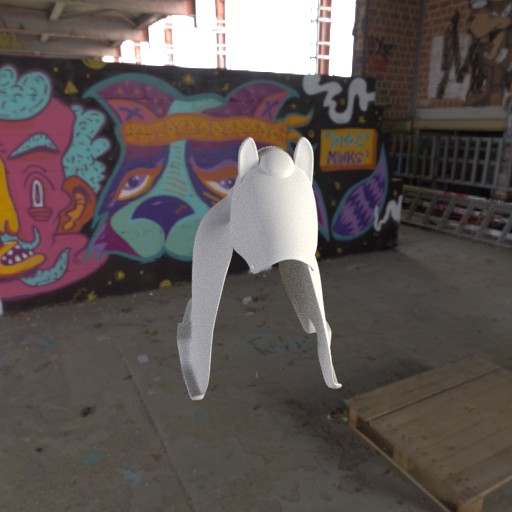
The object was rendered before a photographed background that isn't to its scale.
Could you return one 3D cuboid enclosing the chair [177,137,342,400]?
[{"bbox_3d":[0.000,0.000,1.157,0.429,0.612,0.800,-2,16,-8],"label":"chair"}]
